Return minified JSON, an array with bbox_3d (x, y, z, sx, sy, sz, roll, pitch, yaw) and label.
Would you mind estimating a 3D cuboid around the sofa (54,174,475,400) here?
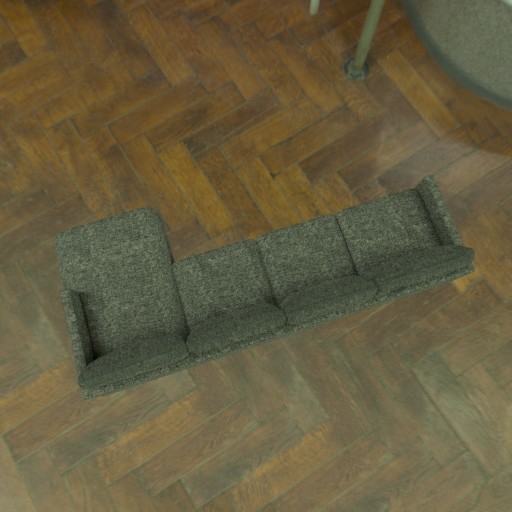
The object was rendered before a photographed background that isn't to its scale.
[{"bbox_3d":[0.000,0.000,3.976,3.384,0.970,1.488,-17,77,-4],"label":"sofa"}]
